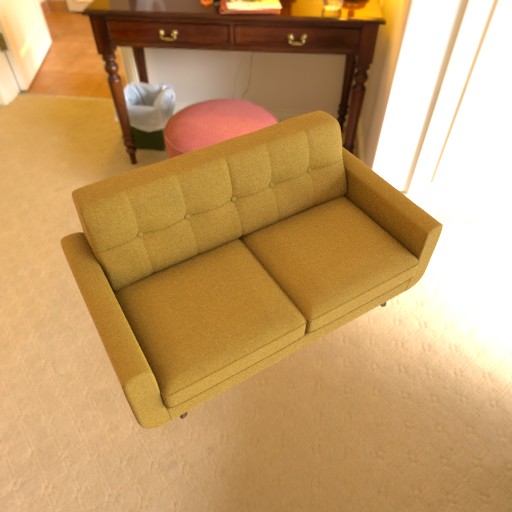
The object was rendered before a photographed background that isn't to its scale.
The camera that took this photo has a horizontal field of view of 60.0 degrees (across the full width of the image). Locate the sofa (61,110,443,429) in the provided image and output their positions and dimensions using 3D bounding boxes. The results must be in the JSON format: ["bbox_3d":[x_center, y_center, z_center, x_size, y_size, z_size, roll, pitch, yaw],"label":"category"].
[{"bbox_3d":[0.000,0.000,2.216,1.631,0.841,0.909,-24,51,-21],"label":"sofa"}]
